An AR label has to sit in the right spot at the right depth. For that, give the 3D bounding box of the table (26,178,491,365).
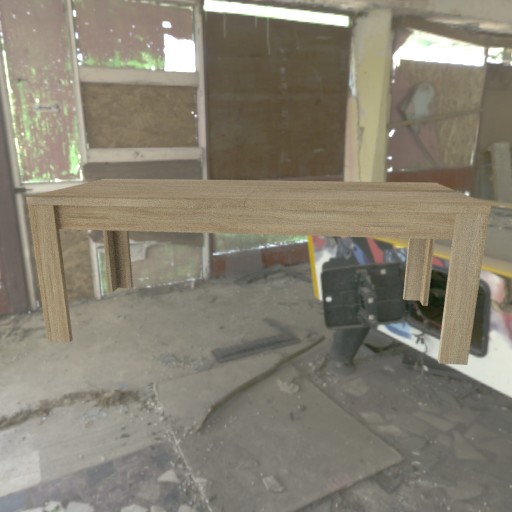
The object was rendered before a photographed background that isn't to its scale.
[{"bbox_3d":[0.000,0.000,2.620,2.200,0.790,0.900,2,16,7],"label":"table"}]
